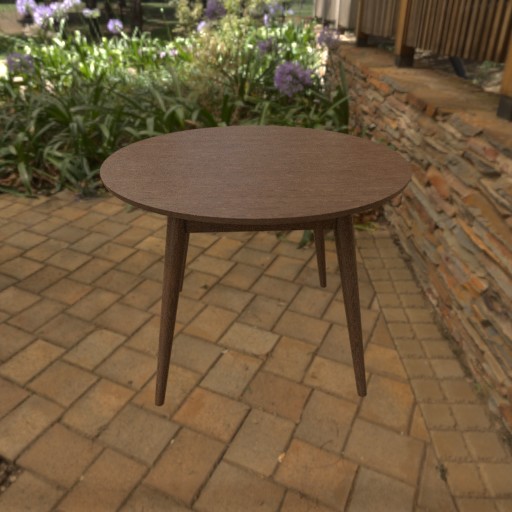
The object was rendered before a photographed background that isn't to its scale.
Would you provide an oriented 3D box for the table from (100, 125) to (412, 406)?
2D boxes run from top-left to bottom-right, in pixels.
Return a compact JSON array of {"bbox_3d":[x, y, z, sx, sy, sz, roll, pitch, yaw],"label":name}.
[{"bbox_3d":[0.000,0.000,1.755,1.053,0.786,1.053,0,29,0],"label":"table"}]
